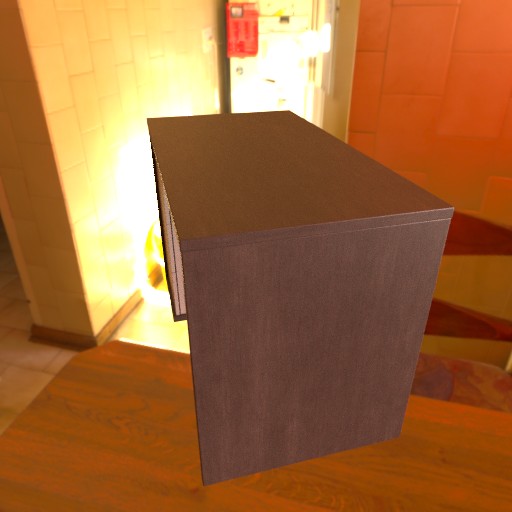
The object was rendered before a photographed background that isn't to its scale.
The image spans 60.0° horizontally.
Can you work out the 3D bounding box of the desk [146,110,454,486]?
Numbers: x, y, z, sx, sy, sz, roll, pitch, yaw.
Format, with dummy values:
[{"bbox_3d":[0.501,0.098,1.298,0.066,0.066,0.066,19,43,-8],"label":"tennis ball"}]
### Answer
[{"bbox_3d":[0.000,0.000,1.545,0.600,0.750,1.100,-8,30,-13],"label":"desk"}]
